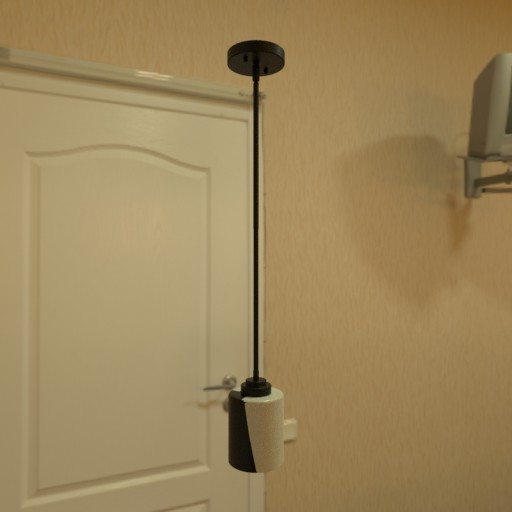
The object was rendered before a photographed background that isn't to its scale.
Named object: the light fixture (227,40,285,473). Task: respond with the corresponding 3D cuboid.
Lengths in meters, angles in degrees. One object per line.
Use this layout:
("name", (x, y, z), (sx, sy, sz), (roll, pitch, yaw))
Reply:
("light fixture", (0.000, 0.000, 0.943), (0.123, 0.863, 0.123), (-1, -1, 37))
